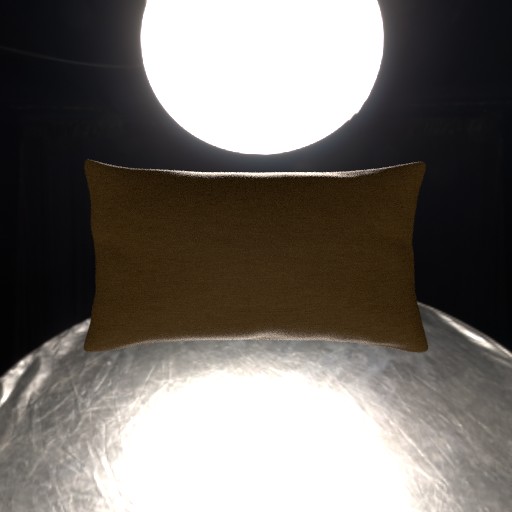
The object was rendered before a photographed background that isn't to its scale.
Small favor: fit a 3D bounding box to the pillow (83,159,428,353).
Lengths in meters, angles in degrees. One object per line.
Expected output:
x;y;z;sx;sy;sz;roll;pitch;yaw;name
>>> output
0.000;0.000;0.808;0.634;0.354;0.210;0;0;0;pillow
